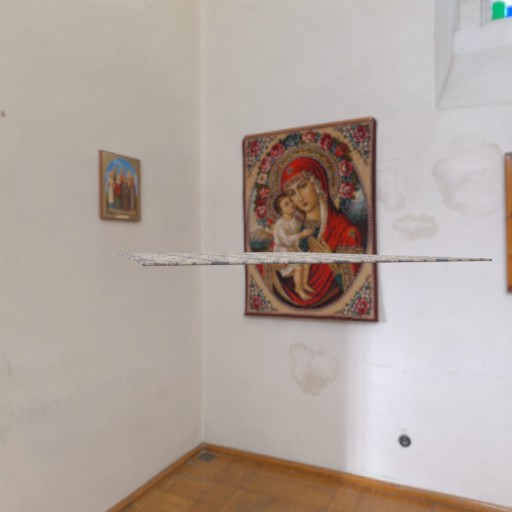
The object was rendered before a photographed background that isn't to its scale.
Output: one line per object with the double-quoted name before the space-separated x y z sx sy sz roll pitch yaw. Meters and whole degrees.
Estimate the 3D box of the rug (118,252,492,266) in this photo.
"rug" 0.000 0.000 2.960 1.676 0.013 2.261 0 1 -19
